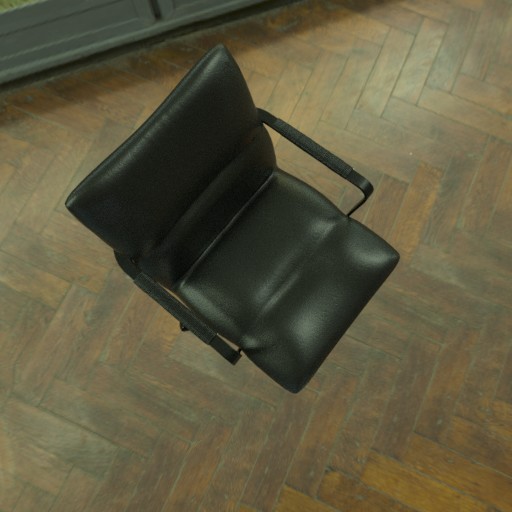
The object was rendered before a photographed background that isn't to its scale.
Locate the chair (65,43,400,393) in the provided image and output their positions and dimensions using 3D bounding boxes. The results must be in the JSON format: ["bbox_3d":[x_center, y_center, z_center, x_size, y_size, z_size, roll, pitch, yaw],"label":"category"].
[{"bbox_3d":[0.000,0.000,1.454,0.748,0.922,0.719,38,80,8],"label":"chair"}]
